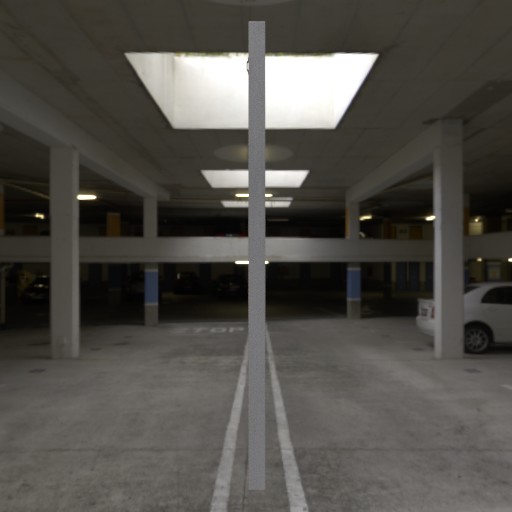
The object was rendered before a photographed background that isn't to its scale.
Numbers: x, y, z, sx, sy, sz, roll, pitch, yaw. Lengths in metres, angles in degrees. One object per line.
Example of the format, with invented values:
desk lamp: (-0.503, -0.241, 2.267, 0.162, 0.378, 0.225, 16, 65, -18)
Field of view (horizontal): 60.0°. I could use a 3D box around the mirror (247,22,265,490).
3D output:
mirror: (0.000, 0.000, 1.342, 0.041, 1.016, 0.762, 0, 0, 0)
